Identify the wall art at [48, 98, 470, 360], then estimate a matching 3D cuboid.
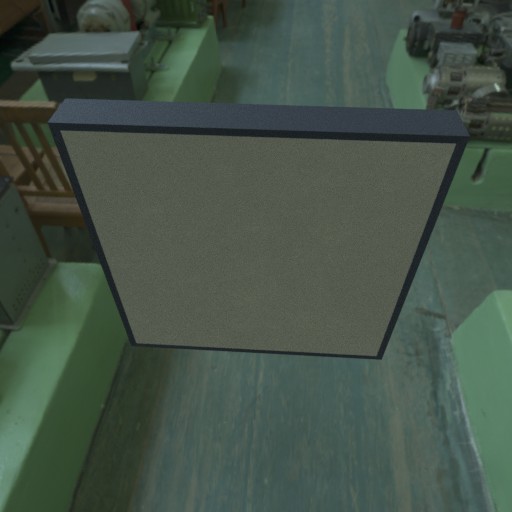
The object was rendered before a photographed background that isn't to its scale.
[{"bbox_3d":[0.000,0.000,0.437,0.302,0.300,0.036,3,46,2],"label":"wall art"}]
